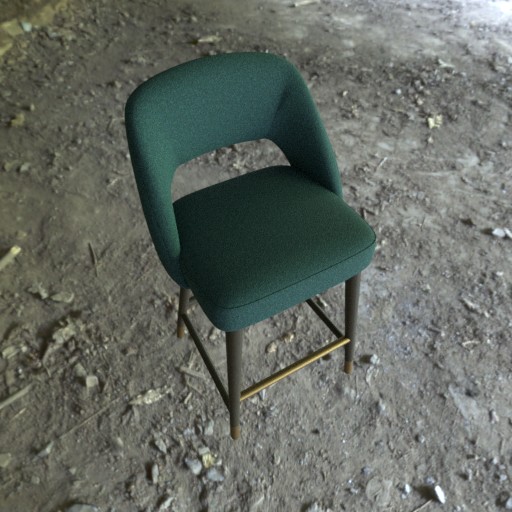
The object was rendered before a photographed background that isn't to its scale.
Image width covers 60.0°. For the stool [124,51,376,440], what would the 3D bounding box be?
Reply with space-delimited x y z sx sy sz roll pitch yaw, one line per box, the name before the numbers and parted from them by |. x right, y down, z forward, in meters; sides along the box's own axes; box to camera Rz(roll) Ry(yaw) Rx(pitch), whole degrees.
stool | 0.000 0.000 1.253 0.536 0.939 0.522 -23 51 -20
